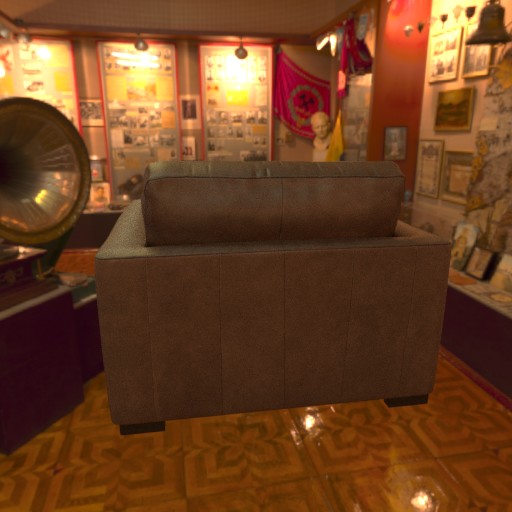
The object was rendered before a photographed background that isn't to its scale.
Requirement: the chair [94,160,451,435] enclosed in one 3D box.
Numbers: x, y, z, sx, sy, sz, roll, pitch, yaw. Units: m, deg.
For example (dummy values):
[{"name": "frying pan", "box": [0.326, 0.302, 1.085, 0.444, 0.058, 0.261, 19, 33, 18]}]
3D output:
[{"name": "chair", "box": [0.000, 0.000, 1.800, 1.100, 0.812, 1.069, -3, 16, -9]}]
